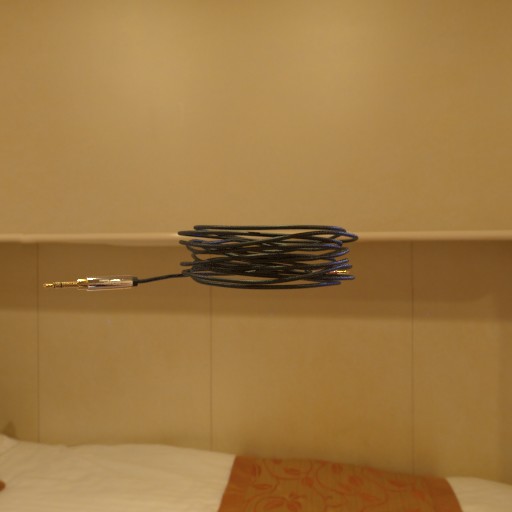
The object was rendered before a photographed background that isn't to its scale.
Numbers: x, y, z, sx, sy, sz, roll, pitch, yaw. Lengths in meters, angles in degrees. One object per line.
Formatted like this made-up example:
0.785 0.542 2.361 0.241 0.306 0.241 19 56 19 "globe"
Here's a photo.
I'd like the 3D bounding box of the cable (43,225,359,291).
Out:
0.000 0.000 0.506 0.432 0.069 0.198 -1 1 -37 "cable"
